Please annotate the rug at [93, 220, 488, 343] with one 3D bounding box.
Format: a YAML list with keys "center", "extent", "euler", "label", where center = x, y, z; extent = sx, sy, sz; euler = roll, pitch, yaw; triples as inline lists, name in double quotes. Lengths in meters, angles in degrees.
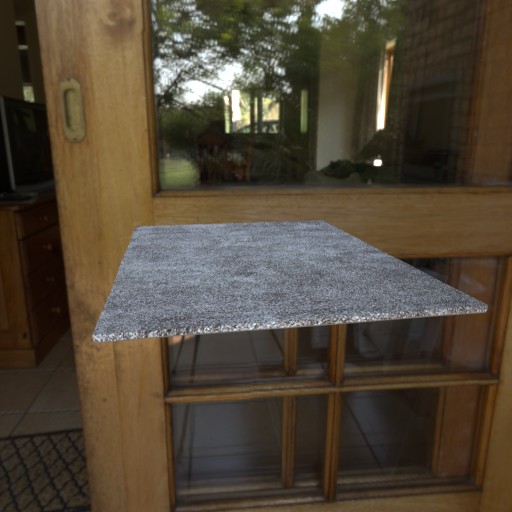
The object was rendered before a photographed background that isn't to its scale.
- center: [0.000, 0.000, 2.057]
  extent: [1.198, 0.025, 1.601]
  euler: [-3, 15, -10]
  label: "rug"
